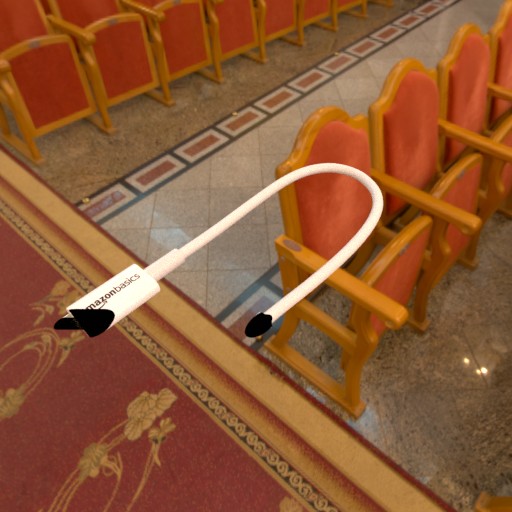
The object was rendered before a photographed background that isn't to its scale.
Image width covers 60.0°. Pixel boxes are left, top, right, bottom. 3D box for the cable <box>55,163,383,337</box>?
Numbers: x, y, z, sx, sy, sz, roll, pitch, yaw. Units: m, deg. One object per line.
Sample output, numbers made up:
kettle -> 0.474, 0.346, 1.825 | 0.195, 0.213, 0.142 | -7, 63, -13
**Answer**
cable -> 0.000, 0.000, 0.115 | 0.040, 0.006, 0.098 | 34, 55, 28
